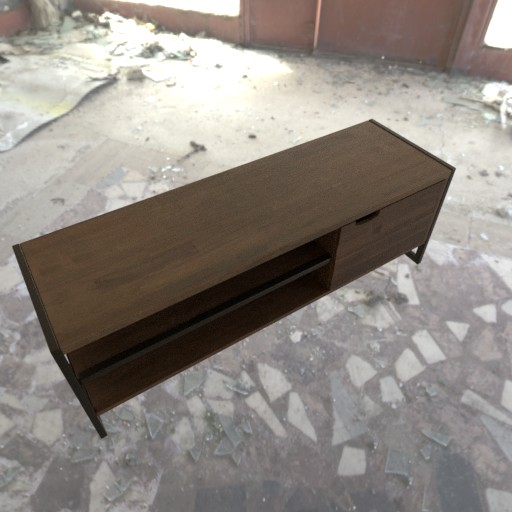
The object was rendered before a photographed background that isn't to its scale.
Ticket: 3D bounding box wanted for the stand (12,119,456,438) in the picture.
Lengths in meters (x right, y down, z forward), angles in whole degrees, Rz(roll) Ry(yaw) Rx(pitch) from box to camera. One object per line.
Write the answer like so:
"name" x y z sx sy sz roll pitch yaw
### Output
"stand" 0.000 0.000 1.677 1.480 0.506 0.454 -24 50 -22
